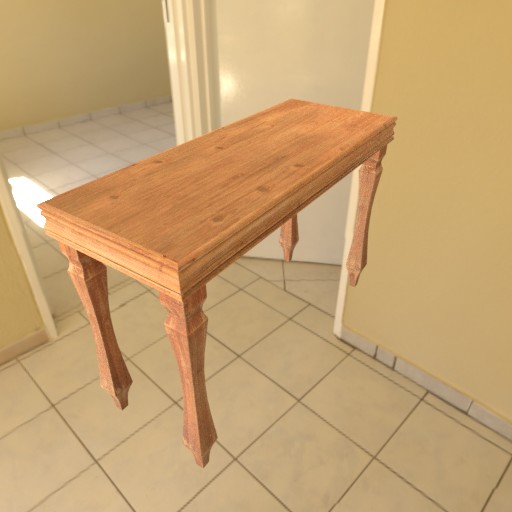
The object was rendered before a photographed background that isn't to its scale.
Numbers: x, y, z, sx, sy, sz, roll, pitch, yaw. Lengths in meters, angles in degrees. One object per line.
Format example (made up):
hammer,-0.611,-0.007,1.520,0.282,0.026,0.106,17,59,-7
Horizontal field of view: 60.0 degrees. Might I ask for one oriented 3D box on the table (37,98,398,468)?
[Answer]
table,0.000,0.000,1.770,0.522,0.873,1.330,21,39,28
